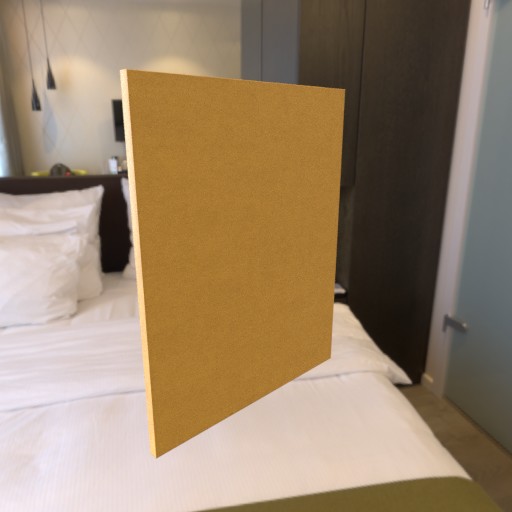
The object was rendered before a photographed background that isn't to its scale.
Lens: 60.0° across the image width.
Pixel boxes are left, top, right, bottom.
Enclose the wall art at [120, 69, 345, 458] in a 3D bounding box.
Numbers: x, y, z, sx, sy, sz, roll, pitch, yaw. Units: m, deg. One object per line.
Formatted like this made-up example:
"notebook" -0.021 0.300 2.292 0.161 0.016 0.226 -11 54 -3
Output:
"wall art" 0.000 0.000 1.364 0.798 1.002 0.030 -15 22 -42
